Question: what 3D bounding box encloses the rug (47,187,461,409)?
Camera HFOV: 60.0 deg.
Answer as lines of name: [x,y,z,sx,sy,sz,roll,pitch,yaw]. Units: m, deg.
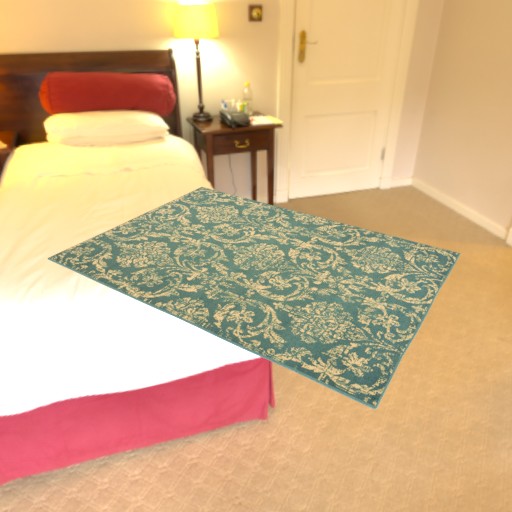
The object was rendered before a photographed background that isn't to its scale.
rug: [0.000,0.000,2.888,2.205,0.012,1.554,18,34,29]
